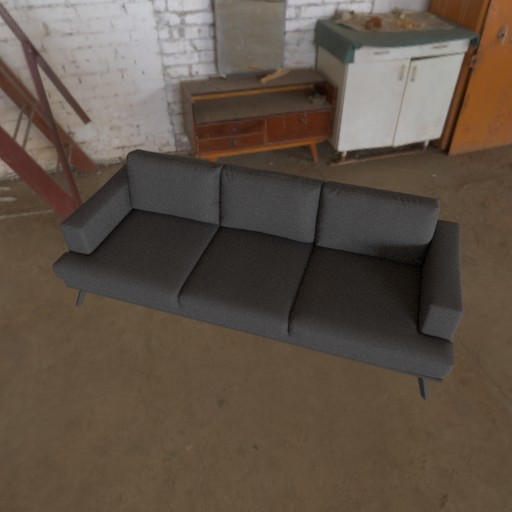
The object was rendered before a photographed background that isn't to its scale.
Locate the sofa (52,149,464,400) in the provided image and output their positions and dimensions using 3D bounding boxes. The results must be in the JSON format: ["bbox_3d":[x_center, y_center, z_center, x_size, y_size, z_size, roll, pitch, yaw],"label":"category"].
[{"bbox_3d":[0.000,0.000,2.711,2.310,0.810,0.920,12,43,13],"label":"sofa"}]
